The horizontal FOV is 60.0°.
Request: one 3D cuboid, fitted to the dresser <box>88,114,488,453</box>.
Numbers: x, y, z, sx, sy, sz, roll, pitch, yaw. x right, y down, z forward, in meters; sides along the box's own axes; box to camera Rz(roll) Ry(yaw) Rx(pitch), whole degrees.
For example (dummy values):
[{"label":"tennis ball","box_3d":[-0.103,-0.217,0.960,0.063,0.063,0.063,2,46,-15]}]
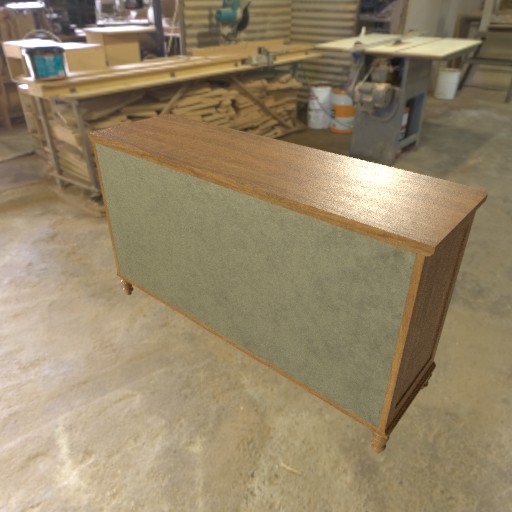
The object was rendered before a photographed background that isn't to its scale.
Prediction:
[{"label":"dresser","box_3d":[0.000,0.000,1.940,1.583,0.892,0.468,24,38,33]}]
